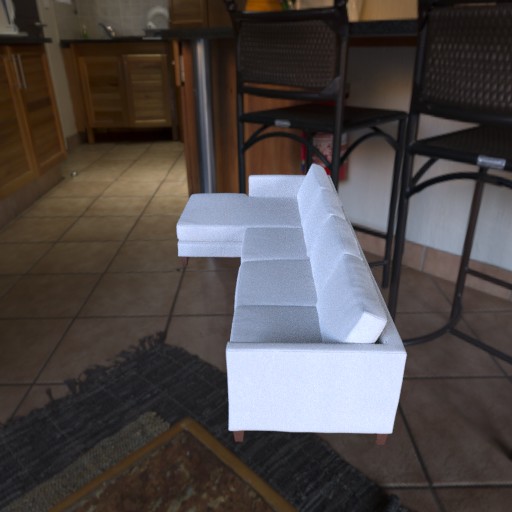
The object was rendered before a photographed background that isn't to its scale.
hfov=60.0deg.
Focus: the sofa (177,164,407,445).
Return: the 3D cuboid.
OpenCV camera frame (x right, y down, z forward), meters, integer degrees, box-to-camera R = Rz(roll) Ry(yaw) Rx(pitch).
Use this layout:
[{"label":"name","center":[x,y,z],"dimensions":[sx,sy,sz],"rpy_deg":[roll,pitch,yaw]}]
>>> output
[{"label":"sofa","center":[0.000,0.000,3.783],"dimensions":[1.625,0.861,3.186],"rpy_deg":[1,27,1]}]
